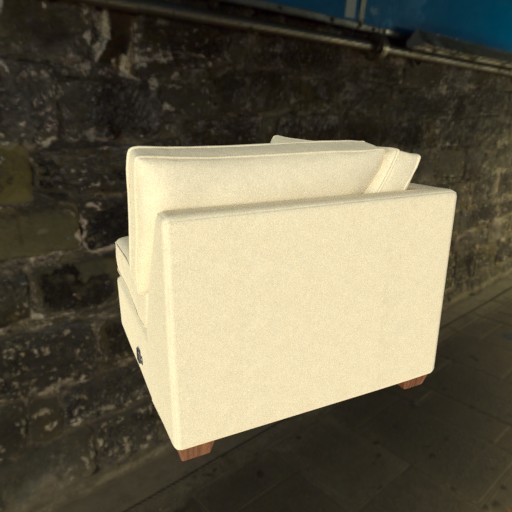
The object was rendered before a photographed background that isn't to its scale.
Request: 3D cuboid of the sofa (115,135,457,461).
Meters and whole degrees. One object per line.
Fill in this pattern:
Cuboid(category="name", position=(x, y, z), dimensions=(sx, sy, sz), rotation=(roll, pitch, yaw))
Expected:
Cuboid(category="sofa", position=(0.000, 0.000, 1.947), dimensions=(1.146, 1.002, 1.084), rotation=(-8, 19, -24))
